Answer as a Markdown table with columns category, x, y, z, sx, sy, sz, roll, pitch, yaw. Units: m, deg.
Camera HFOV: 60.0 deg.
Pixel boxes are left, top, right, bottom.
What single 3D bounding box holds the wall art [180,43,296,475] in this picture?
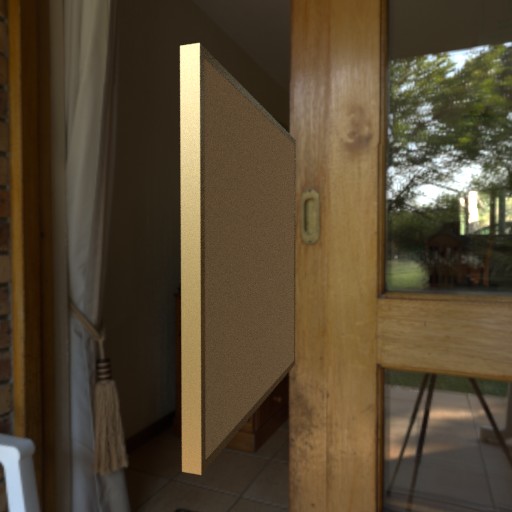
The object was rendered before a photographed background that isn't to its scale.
| category | x | y | z | sx | sy | sz | roll | pitch | yaw |
| --- | --- | --- | --- | --- | --- | --- | --- | --- | --- |
| wall art | 0.000 | 0.000 | 1.149 | 0.038 | 0.762 | 0.762 | 1 | 2 | 18 |
